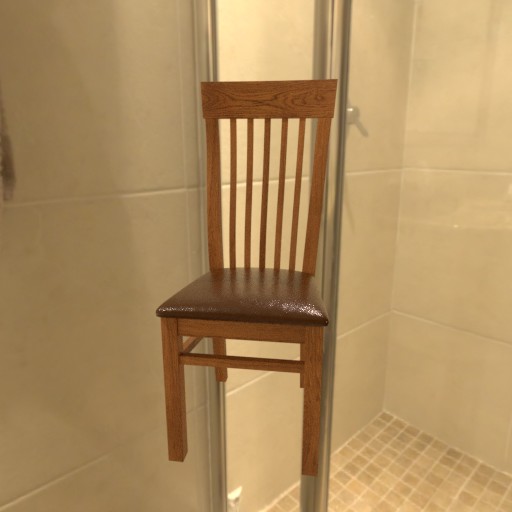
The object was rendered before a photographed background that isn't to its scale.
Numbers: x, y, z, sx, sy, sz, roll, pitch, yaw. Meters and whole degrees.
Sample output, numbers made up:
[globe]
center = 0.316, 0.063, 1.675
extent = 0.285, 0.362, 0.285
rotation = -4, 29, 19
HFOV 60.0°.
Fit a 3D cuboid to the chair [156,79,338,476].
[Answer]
[chair]
center = 0.000, 0.000, 1.328
extent = 0.450, 1.050, 0.580
rotation = 2, 15, 8
